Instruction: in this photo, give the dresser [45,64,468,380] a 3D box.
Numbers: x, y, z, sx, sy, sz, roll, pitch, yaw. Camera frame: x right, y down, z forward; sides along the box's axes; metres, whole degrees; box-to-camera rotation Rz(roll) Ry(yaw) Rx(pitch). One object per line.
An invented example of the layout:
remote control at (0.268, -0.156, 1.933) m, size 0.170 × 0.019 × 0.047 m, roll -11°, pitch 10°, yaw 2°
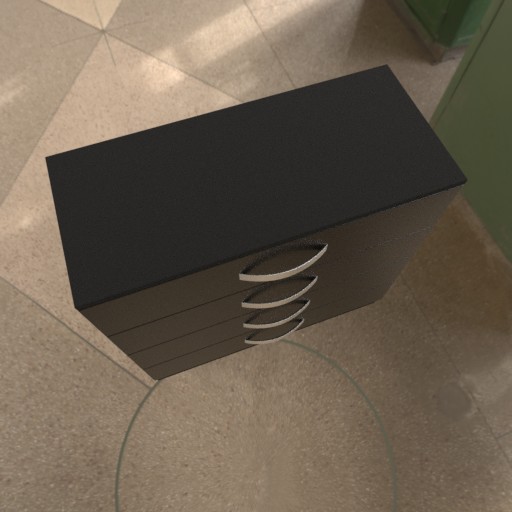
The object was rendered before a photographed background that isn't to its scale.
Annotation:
dresser at (0.000, 0.000, 1.174) m, size 0.750 × 0.720 × 0.360 m, roll -18°, pitch 65°, yaw -9°
